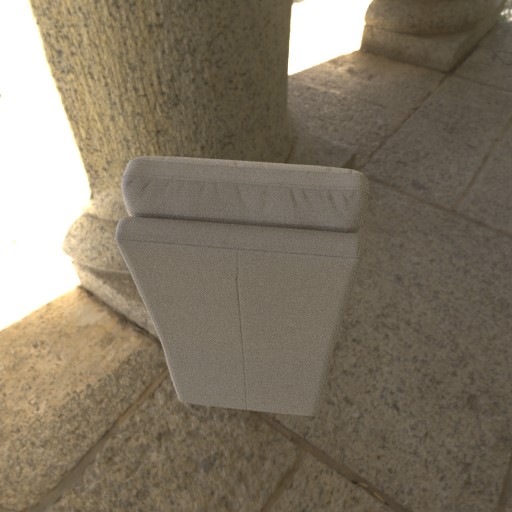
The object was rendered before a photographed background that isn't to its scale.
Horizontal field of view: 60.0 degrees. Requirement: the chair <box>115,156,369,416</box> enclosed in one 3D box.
[{"bbox_3d":[0.000,0.000,1.342,0.503,0.927,0.698,5,47,4],"label":"chair"}]
